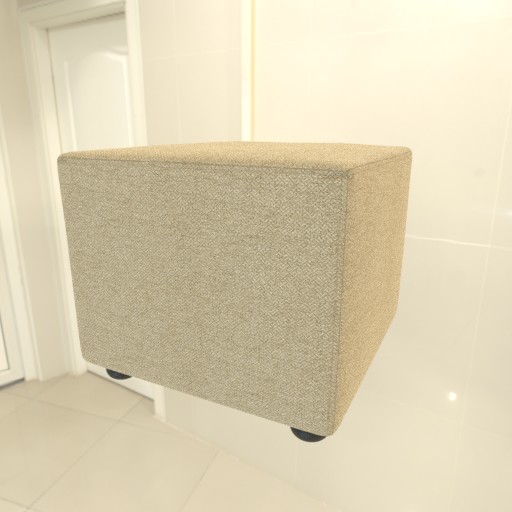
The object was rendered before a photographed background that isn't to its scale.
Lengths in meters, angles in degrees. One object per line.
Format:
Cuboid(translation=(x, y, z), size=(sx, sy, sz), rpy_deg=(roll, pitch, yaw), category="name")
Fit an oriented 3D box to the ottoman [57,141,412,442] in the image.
Cuboid(translation=(0.000, 0.000, 0.881), size=(0.508, 0.432, 0.508), rpy_deg=(8, 18, 26), category="ottoman")
